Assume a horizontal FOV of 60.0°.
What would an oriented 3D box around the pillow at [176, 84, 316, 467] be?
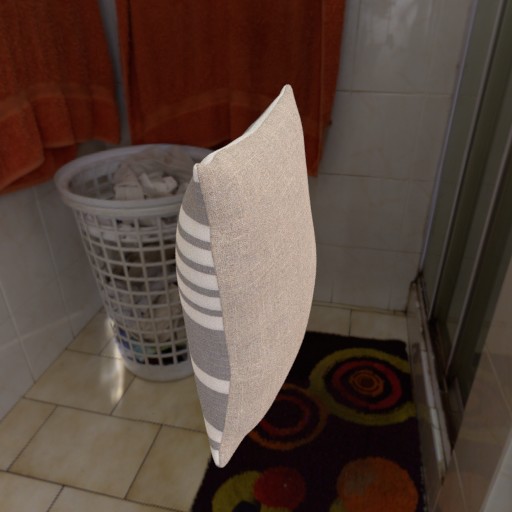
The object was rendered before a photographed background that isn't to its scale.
[{"bbox_3d":[0.000,0.000,0.684,0.182,0.440,0.439,8,31,13],"label":"pillow"}]
